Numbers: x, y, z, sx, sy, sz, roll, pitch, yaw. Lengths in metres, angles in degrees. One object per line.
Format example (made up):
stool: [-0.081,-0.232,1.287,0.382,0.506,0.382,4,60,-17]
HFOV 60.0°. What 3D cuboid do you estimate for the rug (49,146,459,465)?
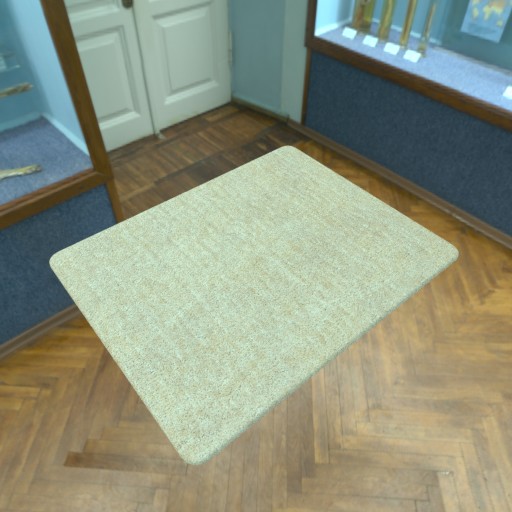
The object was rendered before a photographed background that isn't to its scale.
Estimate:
rug: [0.000,0.000,3.419,2.528,0.048,2.009,-31,53,-26]
